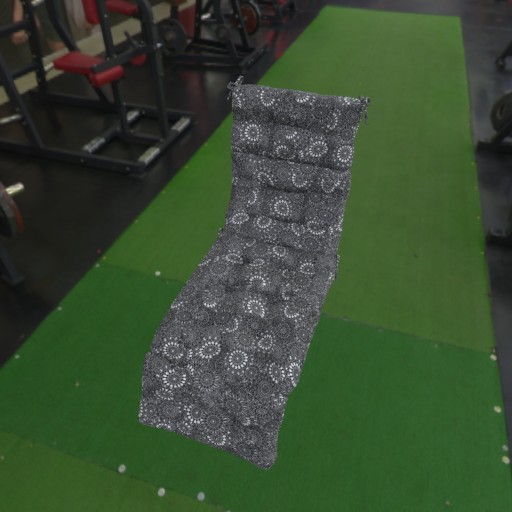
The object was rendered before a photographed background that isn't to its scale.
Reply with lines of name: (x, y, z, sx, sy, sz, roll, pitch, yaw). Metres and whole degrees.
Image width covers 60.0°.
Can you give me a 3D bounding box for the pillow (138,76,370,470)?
pillow: (0.000, 0.000, 1.521, 0.526, 0.863, 1.016, 14, 43, 15)
